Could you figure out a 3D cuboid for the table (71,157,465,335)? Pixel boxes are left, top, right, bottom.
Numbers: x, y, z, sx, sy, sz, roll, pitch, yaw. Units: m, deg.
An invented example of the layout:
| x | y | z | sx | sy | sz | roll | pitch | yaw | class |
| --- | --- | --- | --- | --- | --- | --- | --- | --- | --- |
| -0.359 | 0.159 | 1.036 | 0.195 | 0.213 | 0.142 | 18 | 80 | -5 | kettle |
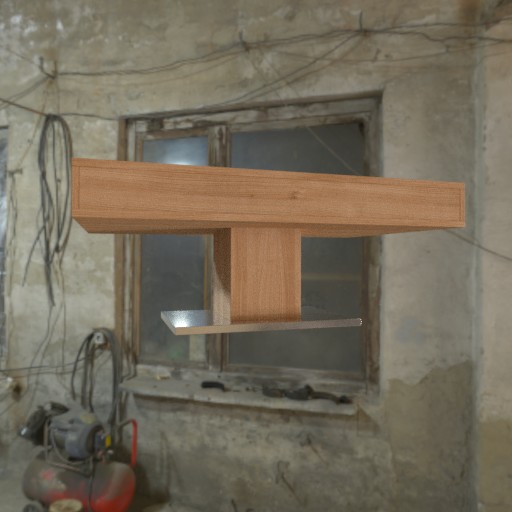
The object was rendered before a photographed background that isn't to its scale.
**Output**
| x | y | z | sx | sy | sz | roll | pitch | yaw | class |
| --- | --- | --- | --- | --- | --- | --- | --- | --- | --- |
| 0.000 | 0.000 | 1.501 | 1.100 | 0.440 | 0.700 | 0 | 0 | -18 | table |
